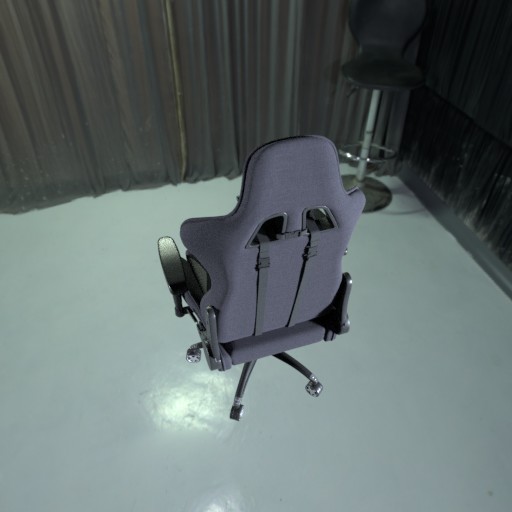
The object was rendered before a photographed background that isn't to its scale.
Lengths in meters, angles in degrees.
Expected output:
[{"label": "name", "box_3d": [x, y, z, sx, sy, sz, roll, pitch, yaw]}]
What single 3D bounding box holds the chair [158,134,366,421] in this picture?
[{"label": "chair", "box_3d": [0.000, 0.000, 1.754, 0.730, 1.300, 0.695, -13, 44, -14]}]
